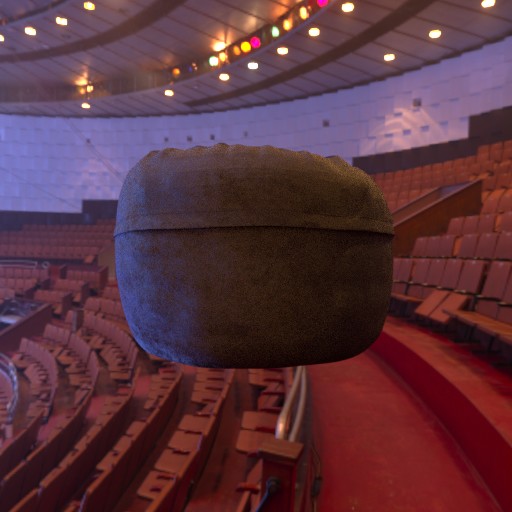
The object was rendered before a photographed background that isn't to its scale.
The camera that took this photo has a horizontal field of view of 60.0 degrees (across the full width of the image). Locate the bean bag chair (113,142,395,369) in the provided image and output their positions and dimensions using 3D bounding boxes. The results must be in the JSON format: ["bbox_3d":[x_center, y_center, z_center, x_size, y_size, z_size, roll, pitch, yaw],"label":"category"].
[{"bbox_3d":[0.000,0.000,2.066,1.245,0.821,1.245,0,0,0],"label":"bean bag chair"}]
